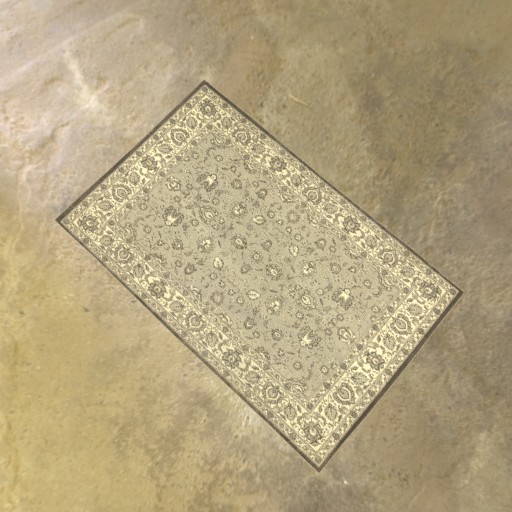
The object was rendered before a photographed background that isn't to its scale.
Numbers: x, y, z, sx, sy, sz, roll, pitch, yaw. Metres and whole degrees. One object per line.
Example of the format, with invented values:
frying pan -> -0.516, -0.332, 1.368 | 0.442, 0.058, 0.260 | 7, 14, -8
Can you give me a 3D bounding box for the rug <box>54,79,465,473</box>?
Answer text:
rug -> 0.000, 0.000, 3.039 | 2.438, 0.011, 1.524 | 41, 80, 9
